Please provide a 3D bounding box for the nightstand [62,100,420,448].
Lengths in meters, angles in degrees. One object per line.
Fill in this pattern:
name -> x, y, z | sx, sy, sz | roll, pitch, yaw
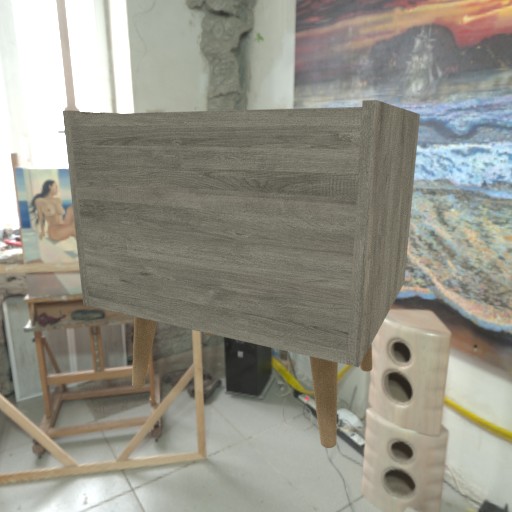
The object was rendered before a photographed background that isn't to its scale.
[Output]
nightstand -> 0.000, 0.000, 0.811 | 0.480, 0.500, 0.380 | 7, 17, 25
